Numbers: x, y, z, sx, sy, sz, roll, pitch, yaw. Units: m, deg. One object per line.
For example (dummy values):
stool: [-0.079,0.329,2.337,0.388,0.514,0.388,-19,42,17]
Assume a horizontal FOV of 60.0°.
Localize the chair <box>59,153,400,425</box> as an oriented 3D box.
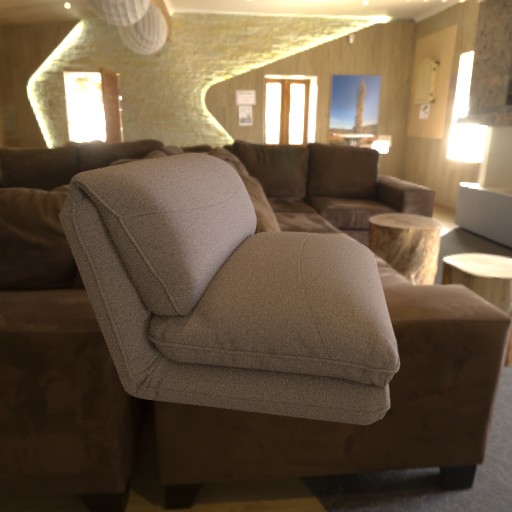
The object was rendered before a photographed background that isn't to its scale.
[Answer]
chair: [0.000,0.000,1.341,0.780,0.580,0.820,3,16,10]
